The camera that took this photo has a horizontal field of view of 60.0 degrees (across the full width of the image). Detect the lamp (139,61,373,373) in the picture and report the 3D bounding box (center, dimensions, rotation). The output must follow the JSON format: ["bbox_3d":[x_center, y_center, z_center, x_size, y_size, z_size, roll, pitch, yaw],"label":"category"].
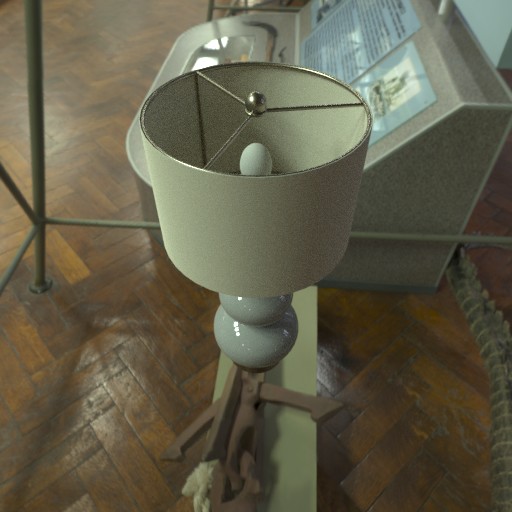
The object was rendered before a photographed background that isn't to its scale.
[{"bbox_3d":[0.000,0.000,0.949,0.367,0.730,0.367,3,46,3],"label":"lamp"}]
